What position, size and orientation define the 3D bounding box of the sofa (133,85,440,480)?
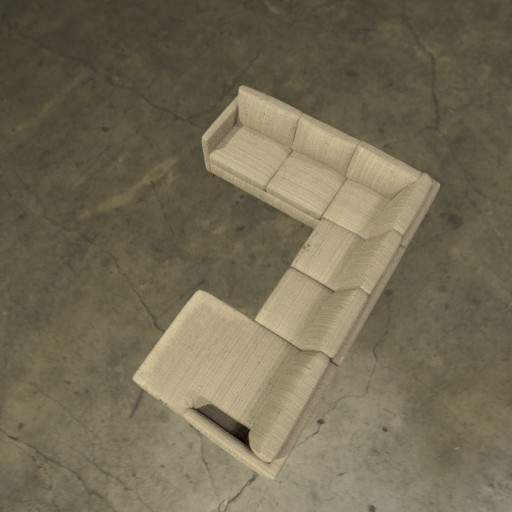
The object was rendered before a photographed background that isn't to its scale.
[{"bbox_3d":[0.000,0.000,4.697,2.594,0.961,3.460,30,69,13],"label":"sofa"}]
